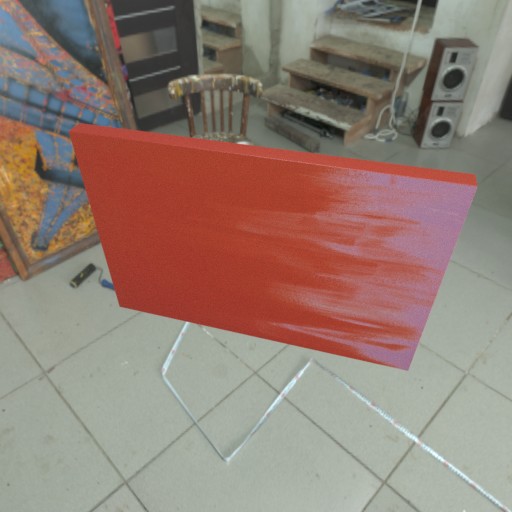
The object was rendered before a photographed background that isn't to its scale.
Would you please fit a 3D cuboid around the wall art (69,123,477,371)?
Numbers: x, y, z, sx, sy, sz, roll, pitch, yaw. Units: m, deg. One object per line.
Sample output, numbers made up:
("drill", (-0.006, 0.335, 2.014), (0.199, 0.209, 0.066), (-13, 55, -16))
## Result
("wall art", (0.000, 0.000, 0.781), (0.607, 0.405, 0.033), (10, 42, 12))
